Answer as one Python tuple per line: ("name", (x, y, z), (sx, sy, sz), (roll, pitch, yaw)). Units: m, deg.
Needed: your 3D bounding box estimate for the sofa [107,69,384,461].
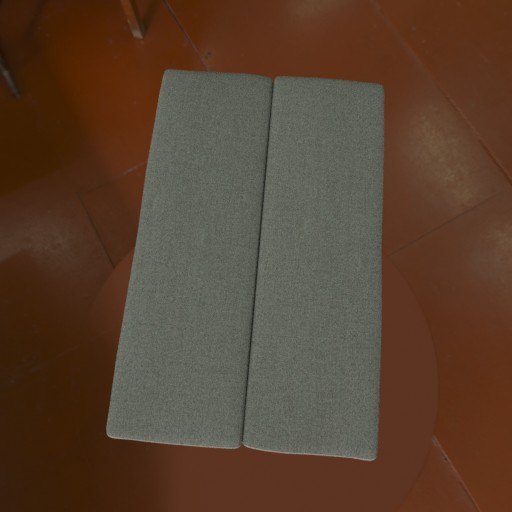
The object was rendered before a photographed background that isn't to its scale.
("sofa", (0.000, 0.000, 1.596), (0.817, 0.434, 1.250), (5, 76, 1))
